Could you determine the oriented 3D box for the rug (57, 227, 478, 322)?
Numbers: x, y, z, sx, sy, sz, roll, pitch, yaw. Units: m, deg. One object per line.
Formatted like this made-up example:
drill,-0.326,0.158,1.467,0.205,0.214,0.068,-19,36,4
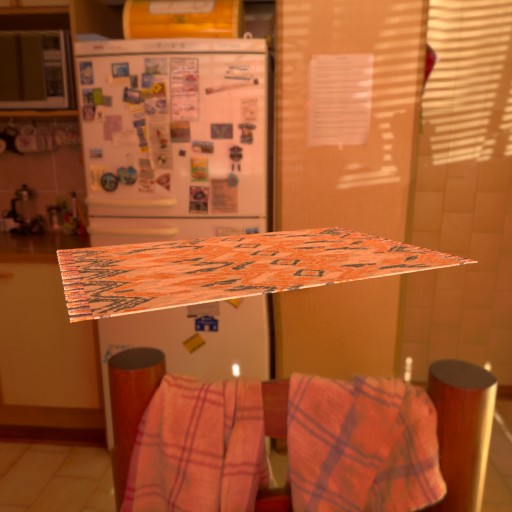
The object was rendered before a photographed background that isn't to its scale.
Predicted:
rug,0.000,0.000,3.002,2.428,0.010,1.533,-6,14,-25
